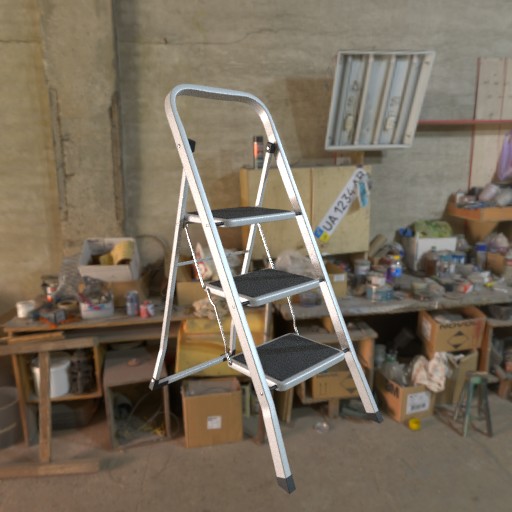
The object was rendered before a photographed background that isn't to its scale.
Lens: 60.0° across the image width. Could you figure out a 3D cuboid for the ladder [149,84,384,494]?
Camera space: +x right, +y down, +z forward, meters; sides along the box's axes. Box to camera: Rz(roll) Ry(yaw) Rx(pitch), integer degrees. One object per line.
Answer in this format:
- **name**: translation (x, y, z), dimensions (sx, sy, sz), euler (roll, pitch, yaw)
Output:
- **ladder**: translation (0.000, 0.000, 1.411), dimensions (0.460, 1.050, 0.711), euler (-12, 17, -43)
